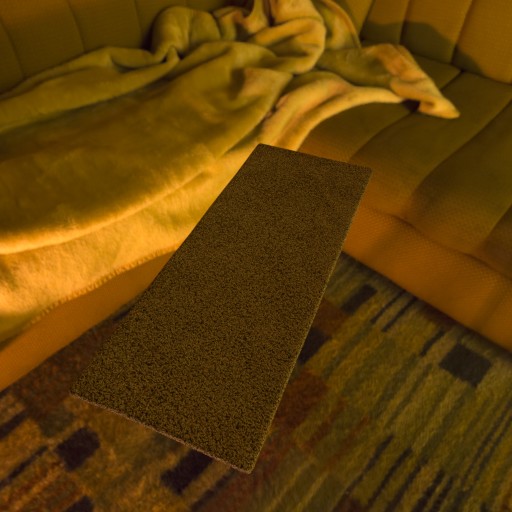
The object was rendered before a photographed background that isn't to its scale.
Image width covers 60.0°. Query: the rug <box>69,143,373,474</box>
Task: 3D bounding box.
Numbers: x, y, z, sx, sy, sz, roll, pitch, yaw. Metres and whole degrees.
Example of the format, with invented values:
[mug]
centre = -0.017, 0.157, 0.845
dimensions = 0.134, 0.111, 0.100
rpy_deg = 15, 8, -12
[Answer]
[rug]
centre = 0.000, 0.000, 1.761
dimensions = 0.609, 0.030, 1.524
rpy_deg = 17, 48, 16
